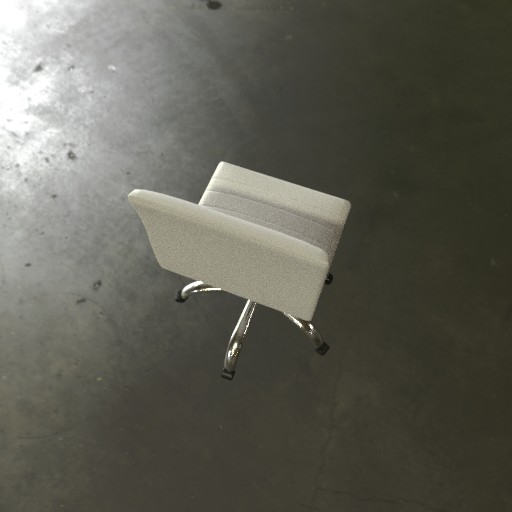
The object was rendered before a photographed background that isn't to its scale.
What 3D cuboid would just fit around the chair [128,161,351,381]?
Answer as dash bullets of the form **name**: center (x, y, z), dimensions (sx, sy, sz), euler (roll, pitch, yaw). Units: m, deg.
- **chair**: center (0.000, 0.000, 1.191), dimensions (0.556, 0.780, 0.530), euler (19, 64, 10)
